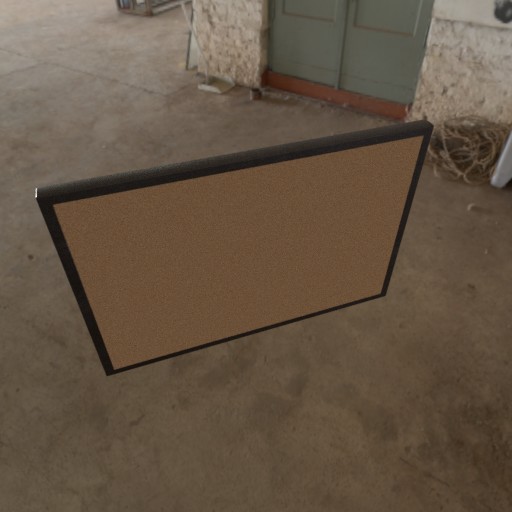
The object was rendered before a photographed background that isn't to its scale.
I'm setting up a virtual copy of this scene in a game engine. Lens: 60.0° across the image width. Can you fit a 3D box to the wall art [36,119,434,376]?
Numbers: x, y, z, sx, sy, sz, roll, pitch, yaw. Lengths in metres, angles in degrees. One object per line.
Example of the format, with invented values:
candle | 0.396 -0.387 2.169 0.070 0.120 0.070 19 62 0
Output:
wall art | 0.000 0.000 1.179 0.912 0.612 0.038 -14 44 -15
